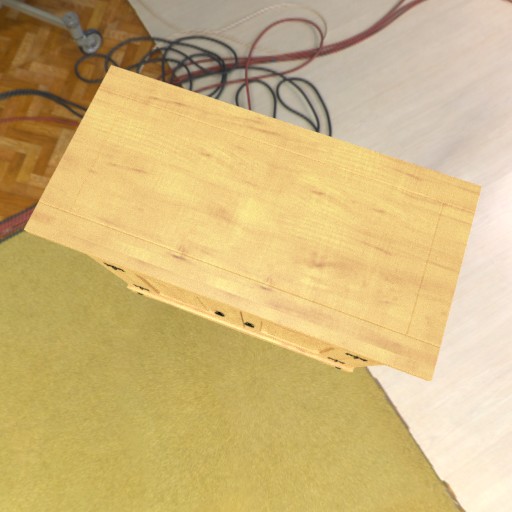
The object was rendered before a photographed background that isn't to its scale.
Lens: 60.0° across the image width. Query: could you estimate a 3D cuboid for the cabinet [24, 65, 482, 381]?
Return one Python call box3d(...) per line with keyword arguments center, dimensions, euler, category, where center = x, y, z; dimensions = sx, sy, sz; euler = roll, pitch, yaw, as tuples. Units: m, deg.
box3d(center=(0.000, 0.000, 1.390), dimensions=(0.920, 0.840, 0.450), euler=(20, 76, 5), category="cabinet")
